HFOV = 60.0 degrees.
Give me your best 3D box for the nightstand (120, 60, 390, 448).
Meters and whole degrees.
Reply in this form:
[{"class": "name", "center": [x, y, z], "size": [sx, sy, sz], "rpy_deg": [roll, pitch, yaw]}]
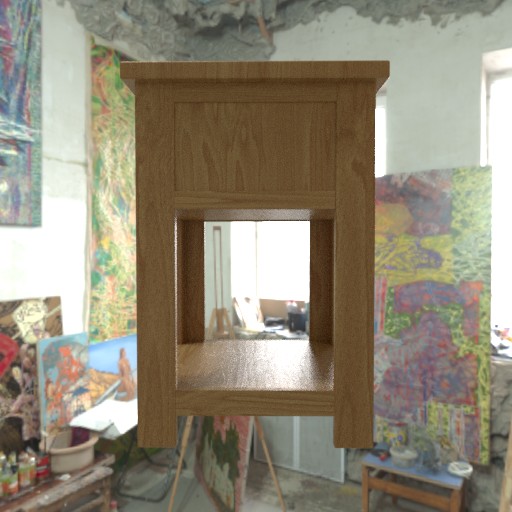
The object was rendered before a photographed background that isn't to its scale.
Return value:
[{"class": "nightstand", "center": [0.000, 0.000, 0.905], "size": [0.418, 0.614, 0.428], "rpy_deg": [0, 1, 1]}]
